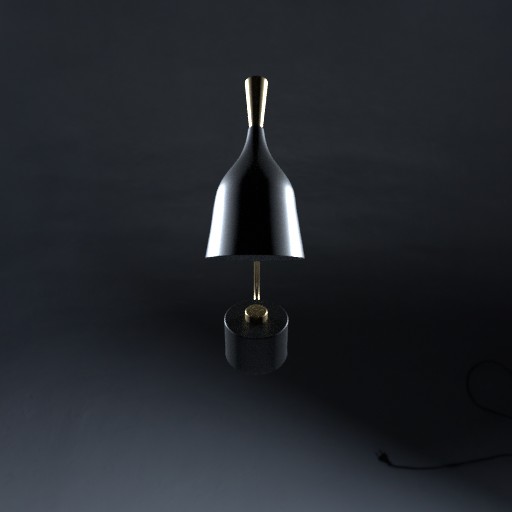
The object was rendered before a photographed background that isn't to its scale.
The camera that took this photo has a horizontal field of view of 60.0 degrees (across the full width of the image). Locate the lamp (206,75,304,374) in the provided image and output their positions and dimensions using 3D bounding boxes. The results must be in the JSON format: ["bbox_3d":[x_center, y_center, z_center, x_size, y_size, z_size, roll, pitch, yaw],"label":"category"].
[{"bbox_3d":[0.000,0.000,0.629,0.110,0.464,0.352,0,30,0],"label":"lamp"}]
